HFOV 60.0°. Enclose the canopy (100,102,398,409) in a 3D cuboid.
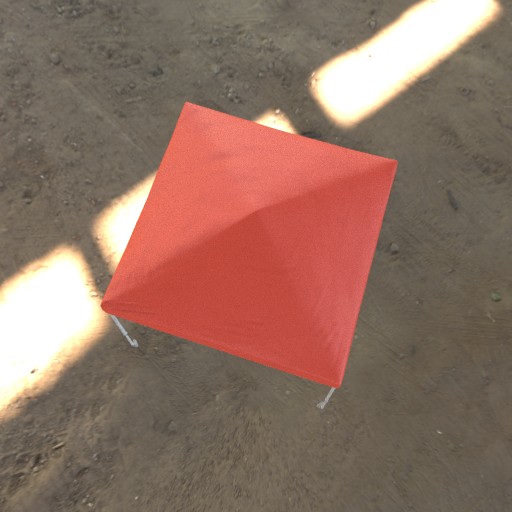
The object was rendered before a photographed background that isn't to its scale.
[{"bbox_3d":[0.000,0.000,5.258,2.850,2.850,2.849,17,75,5],"label":"canopy"}]
